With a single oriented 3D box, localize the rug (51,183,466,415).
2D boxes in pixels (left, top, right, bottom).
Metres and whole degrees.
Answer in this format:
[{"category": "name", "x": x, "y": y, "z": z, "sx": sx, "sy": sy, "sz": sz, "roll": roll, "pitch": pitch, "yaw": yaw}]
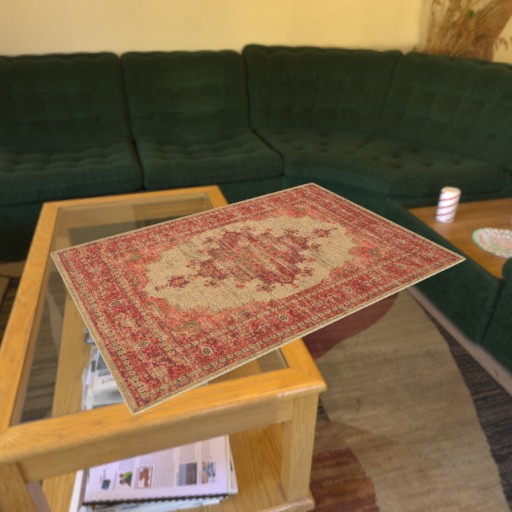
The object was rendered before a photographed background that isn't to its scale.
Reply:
[{"category": "rug", "x": 0.000, "y": 0.000, "z": 2.892, "sx": 2.232, "sy": 0.011, "sz": 1.555, "roll": -19, "pitch": 36, "yaw": -28}]
